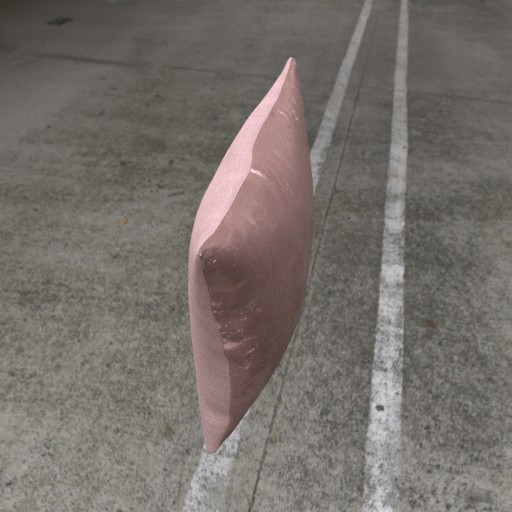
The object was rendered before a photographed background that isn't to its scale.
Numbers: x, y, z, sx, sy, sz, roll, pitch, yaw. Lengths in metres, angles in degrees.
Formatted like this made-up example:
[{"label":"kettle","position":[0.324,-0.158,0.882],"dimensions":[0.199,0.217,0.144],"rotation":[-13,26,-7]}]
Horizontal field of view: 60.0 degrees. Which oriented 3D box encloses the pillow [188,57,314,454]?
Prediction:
[{"label":"pillow","position":[0.000,0.000,0.710],"dimensions":[0.175,0.464,0.470],"rotation":[10,46,10]}]
